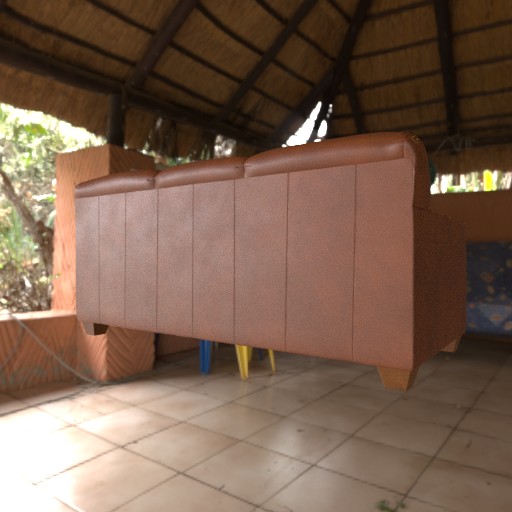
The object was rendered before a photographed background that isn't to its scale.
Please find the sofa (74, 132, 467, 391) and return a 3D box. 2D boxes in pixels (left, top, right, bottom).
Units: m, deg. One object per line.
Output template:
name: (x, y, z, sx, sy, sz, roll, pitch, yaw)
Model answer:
sofa: (0.000, 0.000, 2.480, 2.039, 0.953, 1.008, 0, 0, 35)
